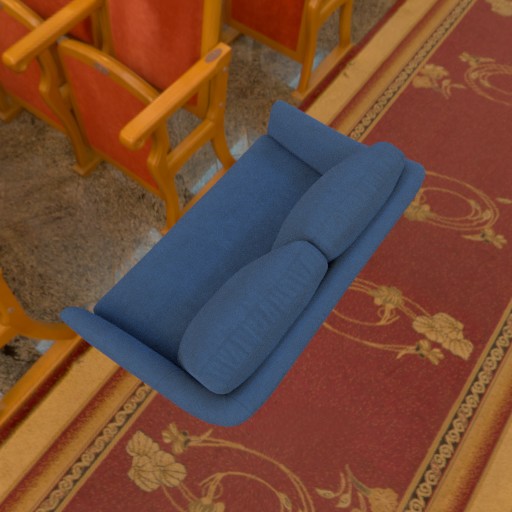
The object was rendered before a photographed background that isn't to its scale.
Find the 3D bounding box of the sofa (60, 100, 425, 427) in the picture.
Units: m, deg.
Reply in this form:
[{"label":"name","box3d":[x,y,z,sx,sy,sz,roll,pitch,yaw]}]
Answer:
[{"label":"sofa","box3d":[0.000,0.000,2.201,0.960,0.902,1.619,35,69,16]}]
